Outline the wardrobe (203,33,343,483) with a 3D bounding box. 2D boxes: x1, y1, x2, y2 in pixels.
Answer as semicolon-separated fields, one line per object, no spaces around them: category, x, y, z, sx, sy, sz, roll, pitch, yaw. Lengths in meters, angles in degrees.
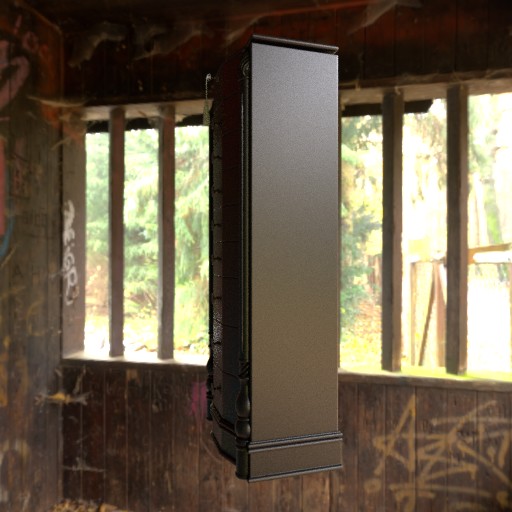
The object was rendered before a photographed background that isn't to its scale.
wardrobe;0.000;0.000;1.220;0.295;1.011;0.444;0;0;-17
